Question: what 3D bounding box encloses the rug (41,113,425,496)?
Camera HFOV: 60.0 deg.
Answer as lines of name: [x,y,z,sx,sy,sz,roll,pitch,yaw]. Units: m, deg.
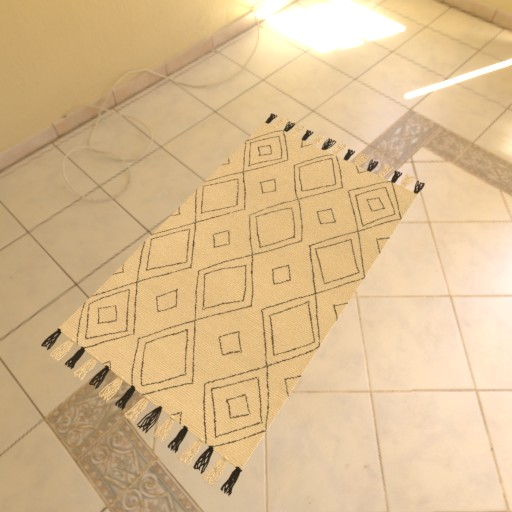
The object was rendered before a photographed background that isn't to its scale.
rug: [0.000,0.000,3.238,1.524,0.021,2.755,30,63,18]
